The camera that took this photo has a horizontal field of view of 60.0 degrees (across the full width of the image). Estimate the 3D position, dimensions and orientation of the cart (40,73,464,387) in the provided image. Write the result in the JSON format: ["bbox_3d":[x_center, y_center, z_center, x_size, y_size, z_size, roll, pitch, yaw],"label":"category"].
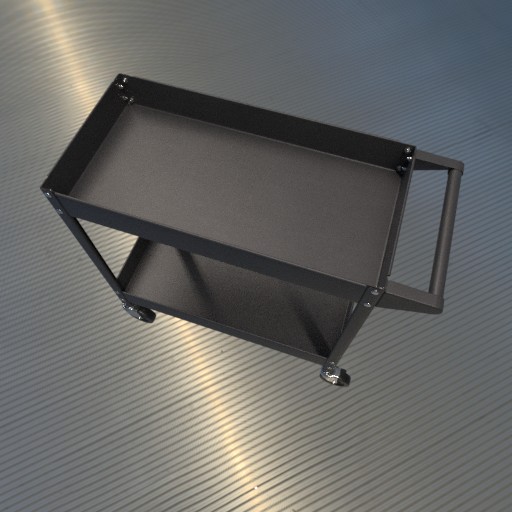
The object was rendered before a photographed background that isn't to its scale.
[{"bbox_3d":[0.000,0.000,1.181,0.779,0.719,0.366,17,64,9],"label":"cart"}]
